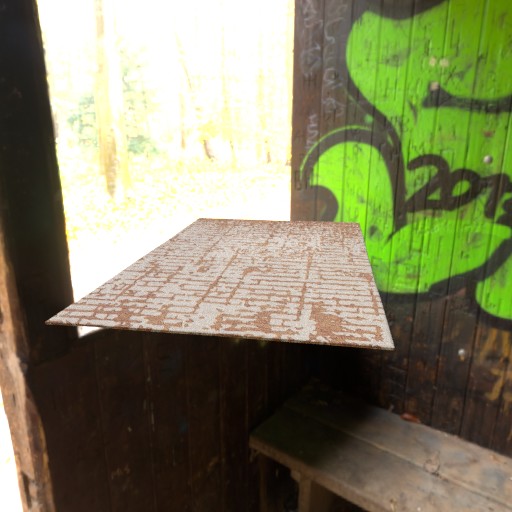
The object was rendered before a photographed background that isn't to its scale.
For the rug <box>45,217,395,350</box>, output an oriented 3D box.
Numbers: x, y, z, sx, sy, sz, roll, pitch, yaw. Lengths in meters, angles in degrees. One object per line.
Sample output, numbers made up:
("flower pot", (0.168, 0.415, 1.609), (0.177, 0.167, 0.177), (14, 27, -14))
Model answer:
("rug", (0.000, 0.000, 3.019), (1.517, 0.011, 2.435), (3, 16, 9))
